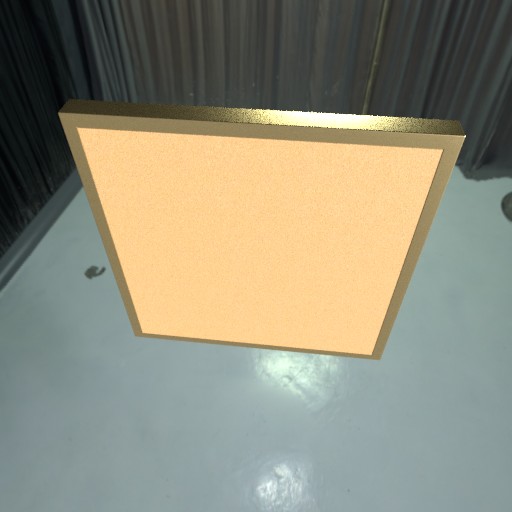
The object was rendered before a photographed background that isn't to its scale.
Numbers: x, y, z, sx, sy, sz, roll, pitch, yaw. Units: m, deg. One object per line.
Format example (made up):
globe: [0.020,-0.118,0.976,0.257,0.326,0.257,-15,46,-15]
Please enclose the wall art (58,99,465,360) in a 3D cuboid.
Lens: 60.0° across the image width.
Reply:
wall art: [0.000,0.000,0.447,0.305,0.305,0.023,5,46,4]
